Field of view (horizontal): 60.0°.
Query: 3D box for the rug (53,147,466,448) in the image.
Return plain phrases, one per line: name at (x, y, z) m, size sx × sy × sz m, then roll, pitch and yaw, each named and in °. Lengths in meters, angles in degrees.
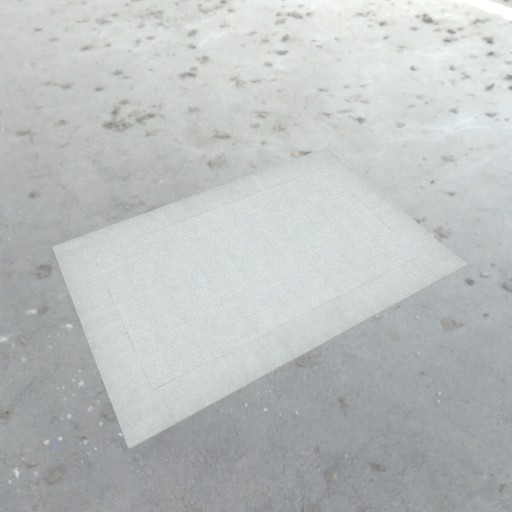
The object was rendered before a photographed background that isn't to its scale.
rug at (0.000, 0.000, 2.344) m, size 1.829 × 0.013 × 1.219 m, roll -24°, pitch 52°, yaw -20°
